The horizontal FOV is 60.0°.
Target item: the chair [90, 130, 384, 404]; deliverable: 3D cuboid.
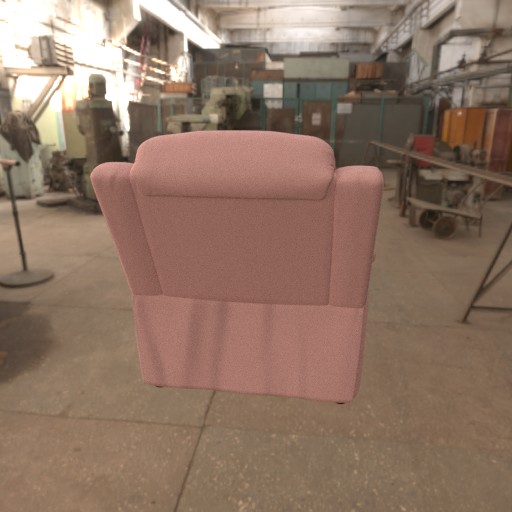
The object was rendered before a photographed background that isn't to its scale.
[{"bbox_3d":[0.000,0.000,1.267,0.680,0.702,0.709,3,17,8],"label":"chair"}]
